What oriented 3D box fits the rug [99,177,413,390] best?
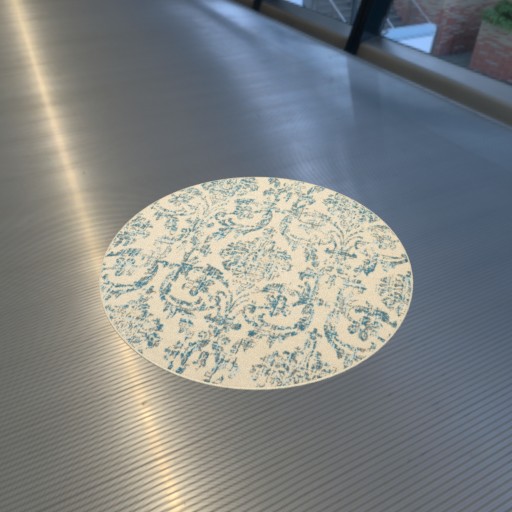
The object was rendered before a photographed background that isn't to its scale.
[{"bbox_3d":[0.000,0.000,2.326,1.593,0.012,1.593,0,41,0],"label":"rug"}]
